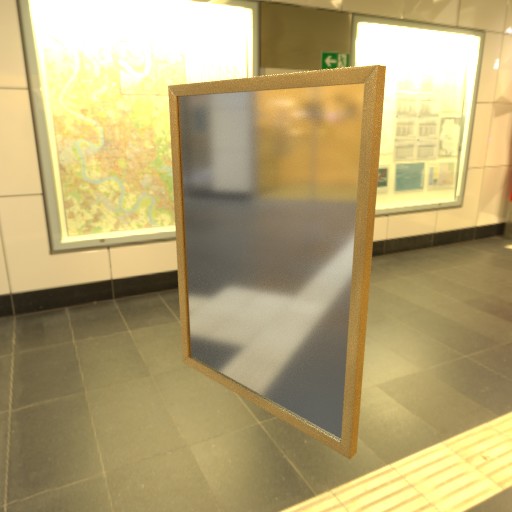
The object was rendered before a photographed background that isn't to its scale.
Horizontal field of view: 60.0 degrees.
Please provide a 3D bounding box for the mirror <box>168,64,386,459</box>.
[{"bbox_3d":[0.000,0.000,1.355,0.762,1.016,0.040,15,22,42],"label":"mirror"}]
